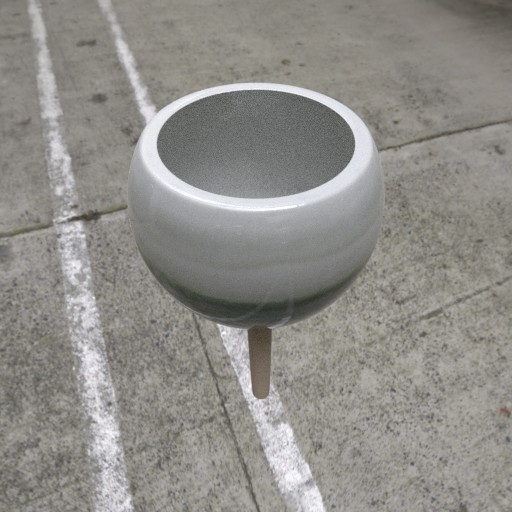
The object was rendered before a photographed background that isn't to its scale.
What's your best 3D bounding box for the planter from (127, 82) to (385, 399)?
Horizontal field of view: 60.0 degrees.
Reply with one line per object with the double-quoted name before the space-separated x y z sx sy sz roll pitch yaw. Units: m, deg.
"planter" 0.000 0.000 0.448 0.222 0.278 0.222 0 47 0
